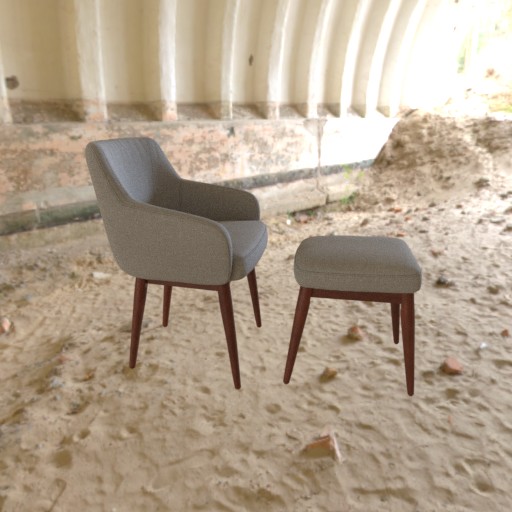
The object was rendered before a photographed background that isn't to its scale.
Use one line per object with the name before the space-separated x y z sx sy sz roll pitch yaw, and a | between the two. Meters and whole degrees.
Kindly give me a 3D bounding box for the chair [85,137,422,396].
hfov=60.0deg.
chair | 0.000 0.000 1.584 1.107 0.799 0.584 3 18 9
